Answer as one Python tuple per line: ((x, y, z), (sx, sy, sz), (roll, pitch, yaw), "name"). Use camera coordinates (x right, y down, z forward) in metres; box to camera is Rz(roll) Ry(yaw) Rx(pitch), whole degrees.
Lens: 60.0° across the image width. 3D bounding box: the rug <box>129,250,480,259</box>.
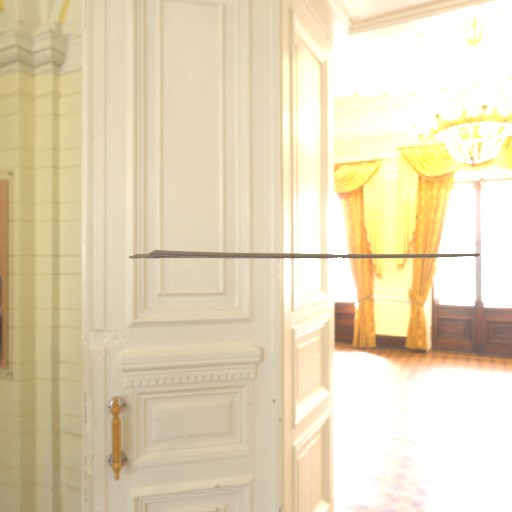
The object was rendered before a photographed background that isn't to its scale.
((0.000, 0.000, 2.395), (1.252, 0.034, 1.829), (0, 0, -18), "rug")
